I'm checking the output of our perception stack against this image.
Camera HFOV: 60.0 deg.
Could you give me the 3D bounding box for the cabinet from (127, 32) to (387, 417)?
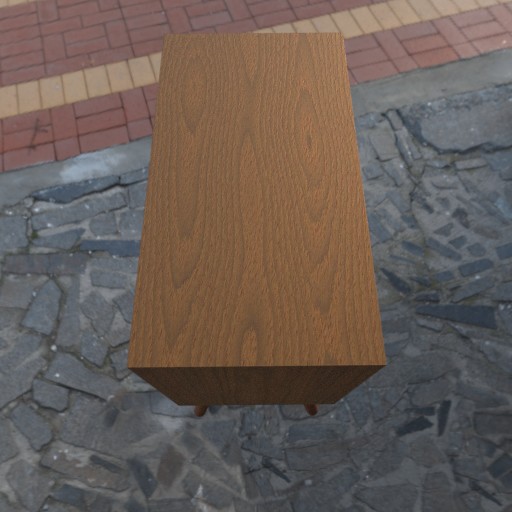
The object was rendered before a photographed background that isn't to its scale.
[{"bbox_3d":[0.000,0.000,1.141,0.388,0.748,0.712,-1,65,0],"label":"cabinet"}]
